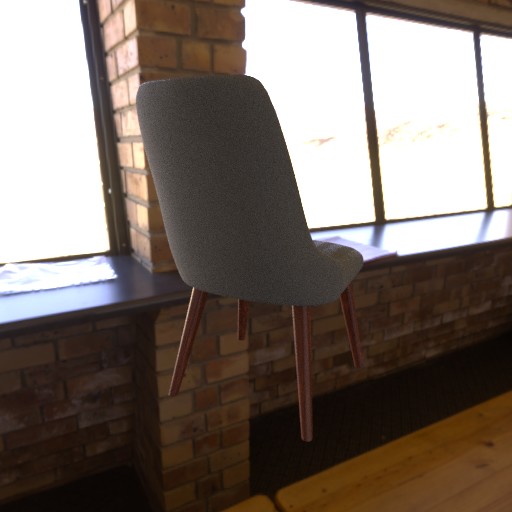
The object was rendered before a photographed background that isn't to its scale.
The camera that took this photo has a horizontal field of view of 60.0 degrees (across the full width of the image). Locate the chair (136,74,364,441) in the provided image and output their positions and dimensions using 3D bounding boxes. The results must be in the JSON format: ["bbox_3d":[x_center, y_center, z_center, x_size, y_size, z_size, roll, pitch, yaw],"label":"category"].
[{"bbox_3d":[0.000,0.000,1.321,0.535,0.918,0.707,8,16,28],"label":"chair"}]
